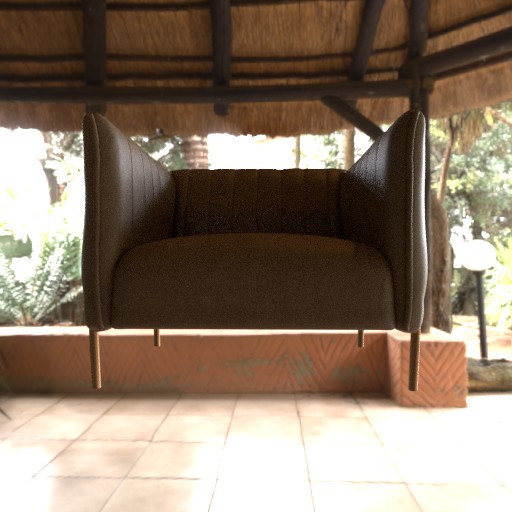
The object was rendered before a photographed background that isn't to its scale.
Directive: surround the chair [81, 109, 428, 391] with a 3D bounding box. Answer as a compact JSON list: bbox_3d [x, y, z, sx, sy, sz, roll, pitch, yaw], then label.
[{"bbox_3d":[0.000,0.000,1.591,0.981,0.779,0.876,0,-1,2],"label":"chair"}]
